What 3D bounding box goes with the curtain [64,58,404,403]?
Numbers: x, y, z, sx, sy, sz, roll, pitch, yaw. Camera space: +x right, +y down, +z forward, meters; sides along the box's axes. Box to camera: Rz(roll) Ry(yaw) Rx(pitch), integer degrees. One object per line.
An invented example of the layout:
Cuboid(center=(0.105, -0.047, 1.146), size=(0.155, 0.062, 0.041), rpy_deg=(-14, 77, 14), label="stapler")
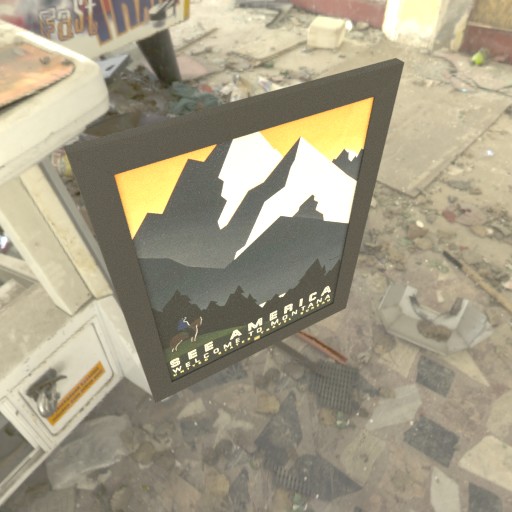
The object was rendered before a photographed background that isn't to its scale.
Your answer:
Cuboid(center=(0.000, 0.000, 0.779), size=(0.483, 0.585, 0.027), rpy_deg=(-22, 50, -20), label="curtain")
